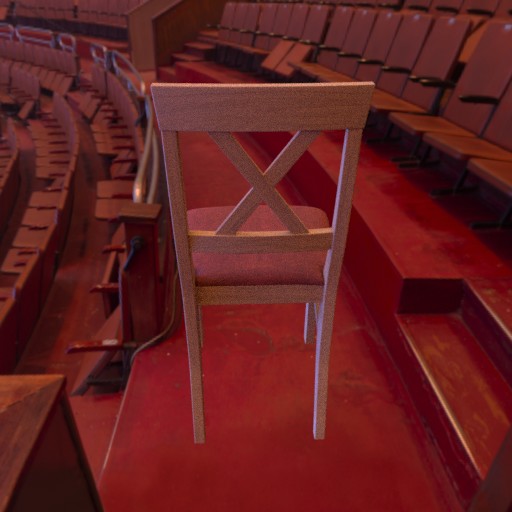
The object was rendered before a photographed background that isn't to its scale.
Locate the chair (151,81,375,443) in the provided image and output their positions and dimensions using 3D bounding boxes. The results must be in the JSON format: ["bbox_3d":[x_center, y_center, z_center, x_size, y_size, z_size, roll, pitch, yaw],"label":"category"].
[{"bbox_3d":[0.000,0.000,1.151,0.439,0.912,0.492,-1,30,-2],"label":"chair"}]
